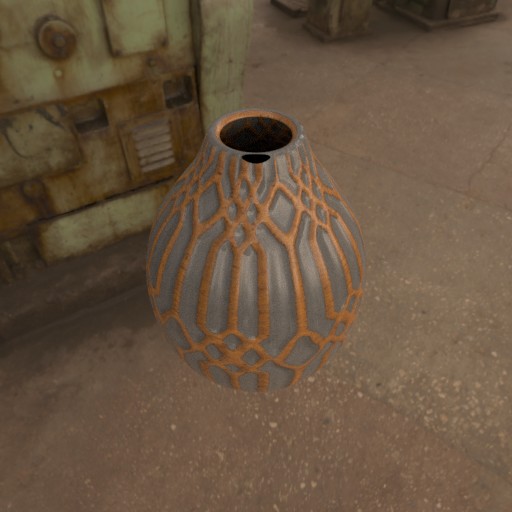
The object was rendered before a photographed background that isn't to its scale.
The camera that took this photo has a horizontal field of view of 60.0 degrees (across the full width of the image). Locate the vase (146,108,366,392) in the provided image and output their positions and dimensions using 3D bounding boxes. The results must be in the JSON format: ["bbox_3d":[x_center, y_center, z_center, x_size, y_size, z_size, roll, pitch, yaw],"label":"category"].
[{"bbox_3d":[0.000,0.000,0.139,0.069,0.088,0.069,0,46,0],"label":"vase"}]
